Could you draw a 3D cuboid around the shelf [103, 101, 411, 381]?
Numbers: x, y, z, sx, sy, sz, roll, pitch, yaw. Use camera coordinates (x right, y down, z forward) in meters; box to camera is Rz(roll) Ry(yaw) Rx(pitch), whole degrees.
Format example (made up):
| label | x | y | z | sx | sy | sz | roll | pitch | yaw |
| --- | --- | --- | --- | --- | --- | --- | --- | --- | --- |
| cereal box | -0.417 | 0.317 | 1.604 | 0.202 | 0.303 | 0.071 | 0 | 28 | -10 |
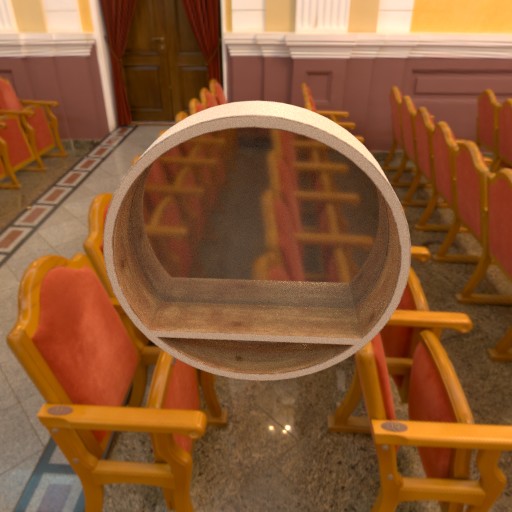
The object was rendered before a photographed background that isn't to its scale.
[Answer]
| label | x | y | z | sx | sy | sz | roll | pitch | yaw |
| --- | --- | --- | --- | --- | --- | --- | --- | --- | --- |
| shelf | 0.000 | 0.000 | 1.242 | 0.806 | 0.807 | 0.158 | 2 | 30 | 3 |
